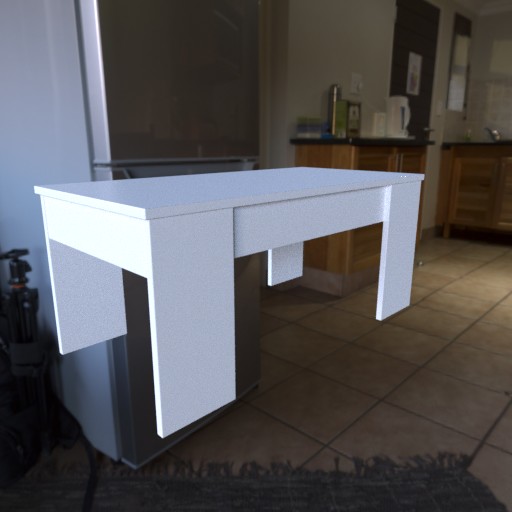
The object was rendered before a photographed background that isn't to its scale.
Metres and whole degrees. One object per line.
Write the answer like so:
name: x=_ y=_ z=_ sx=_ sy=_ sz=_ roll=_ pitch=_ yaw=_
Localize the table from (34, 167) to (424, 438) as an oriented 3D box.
table: x=0.000 y=0.000 z=1.284 sx=1.000 sy=0.440 sz=0.500 roll=-14 pitch=21 yaw=-43
